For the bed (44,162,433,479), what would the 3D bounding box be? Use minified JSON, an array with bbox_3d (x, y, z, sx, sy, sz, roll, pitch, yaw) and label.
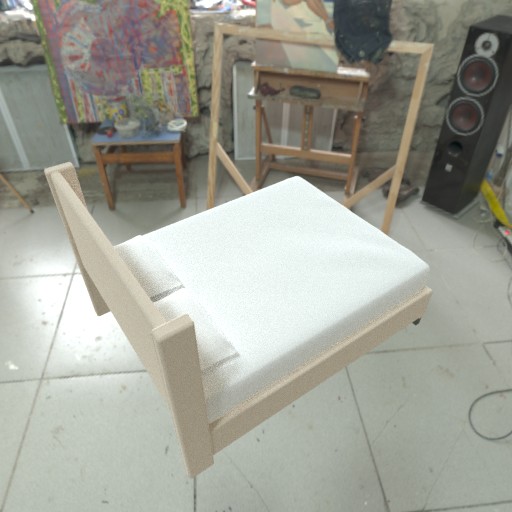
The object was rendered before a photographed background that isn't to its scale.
[{"bbox_3d":[0.000,0.000,3.446,2.293,1.471,1.778,-25,47,-25],"label":"bed"}]
